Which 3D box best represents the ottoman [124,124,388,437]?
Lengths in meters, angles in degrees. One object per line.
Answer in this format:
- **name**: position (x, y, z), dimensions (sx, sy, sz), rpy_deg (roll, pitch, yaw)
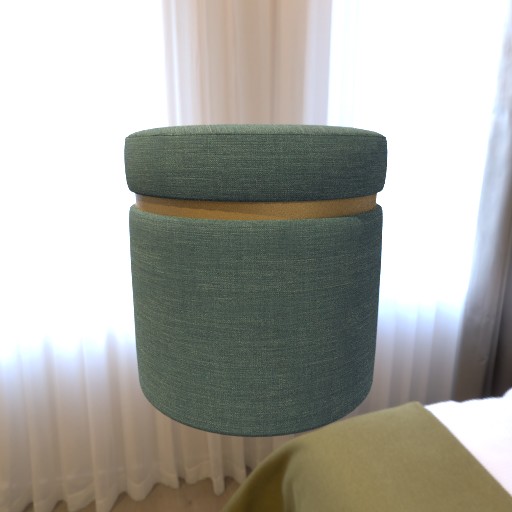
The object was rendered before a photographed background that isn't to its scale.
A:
- **ottoman**: position (0.000, 0.000, 0.728), dimensions (0.398, 0.406, 0.398), rpy_deg (0, 13, 0)
